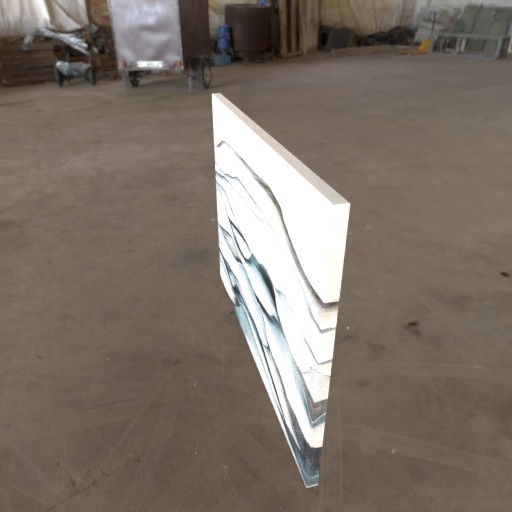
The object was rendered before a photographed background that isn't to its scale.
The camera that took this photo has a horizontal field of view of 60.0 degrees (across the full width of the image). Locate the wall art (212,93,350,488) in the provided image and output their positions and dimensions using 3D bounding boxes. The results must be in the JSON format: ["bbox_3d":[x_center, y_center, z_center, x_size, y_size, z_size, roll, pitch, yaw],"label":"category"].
[{"bbox_3d":[0.000,0.000,1.601,0.039,0.915,1.219,-8,31,-14],"label":"wall art"}]
